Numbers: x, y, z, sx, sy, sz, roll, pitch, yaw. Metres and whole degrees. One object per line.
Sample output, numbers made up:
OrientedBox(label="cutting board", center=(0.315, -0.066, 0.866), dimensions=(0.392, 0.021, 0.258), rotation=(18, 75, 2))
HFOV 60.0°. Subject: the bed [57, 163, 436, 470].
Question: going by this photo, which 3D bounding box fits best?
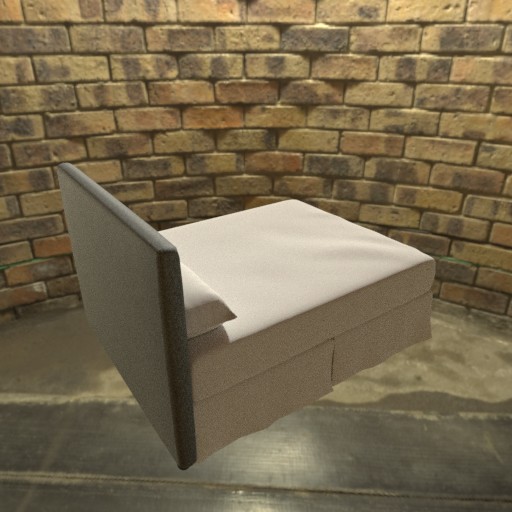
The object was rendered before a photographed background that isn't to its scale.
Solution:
OrientedBox(label="bed", center=(0.000, 0.000, 3.160), dimensions=(2.142, 1.330, 1.723), rotation=(-17, 31, -31))
